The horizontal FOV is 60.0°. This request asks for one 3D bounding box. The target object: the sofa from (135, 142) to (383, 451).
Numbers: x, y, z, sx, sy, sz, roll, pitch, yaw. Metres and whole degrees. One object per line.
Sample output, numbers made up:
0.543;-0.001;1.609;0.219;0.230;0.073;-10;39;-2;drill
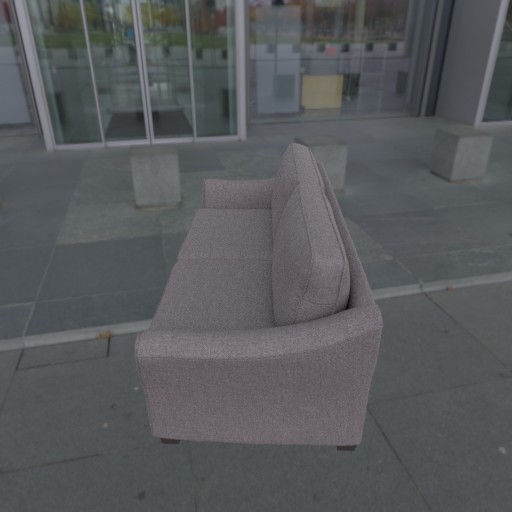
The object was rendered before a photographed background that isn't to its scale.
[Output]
0.000;0.000;2.729;1.013;0.976;2.203;1;27;1;sofa
